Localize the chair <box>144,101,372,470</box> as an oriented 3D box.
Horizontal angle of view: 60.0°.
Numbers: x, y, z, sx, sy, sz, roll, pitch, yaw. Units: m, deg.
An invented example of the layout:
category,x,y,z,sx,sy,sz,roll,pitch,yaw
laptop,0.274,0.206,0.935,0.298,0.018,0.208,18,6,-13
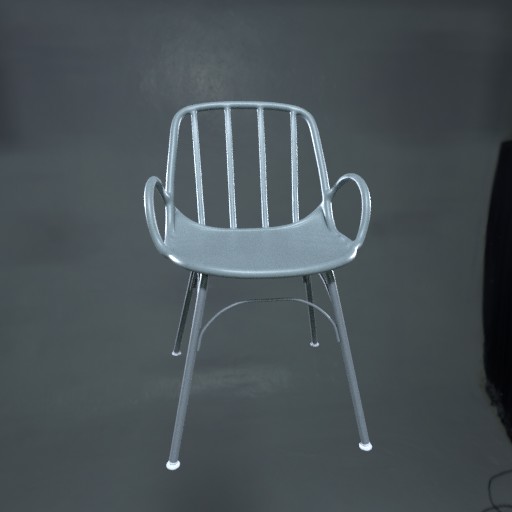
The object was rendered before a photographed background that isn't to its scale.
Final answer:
category,x,y,z,sx,sy,sz,roll,pitch,yaw
chair,0.000,0.000,1.198,0.549,0.816,0.597,-2,17,-7
